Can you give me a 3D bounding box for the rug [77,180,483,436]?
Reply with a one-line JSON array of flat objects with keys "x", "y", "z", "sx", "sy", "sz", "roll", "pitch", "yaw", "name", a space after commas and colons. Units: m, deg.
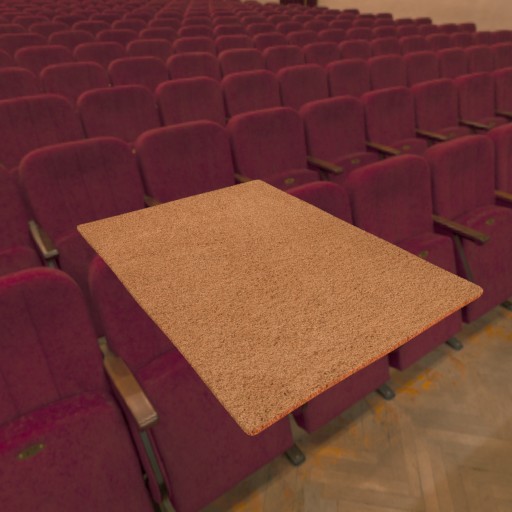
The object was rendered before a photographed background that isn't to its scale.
[{"x": 0.000, "y": 0.000, "z": 2.095, "sx": 1.199, "sy": 0.025, "sz": 1.600, "roll": -20, "pitch": 36, "yaw": -30, "name": "rug"}]
